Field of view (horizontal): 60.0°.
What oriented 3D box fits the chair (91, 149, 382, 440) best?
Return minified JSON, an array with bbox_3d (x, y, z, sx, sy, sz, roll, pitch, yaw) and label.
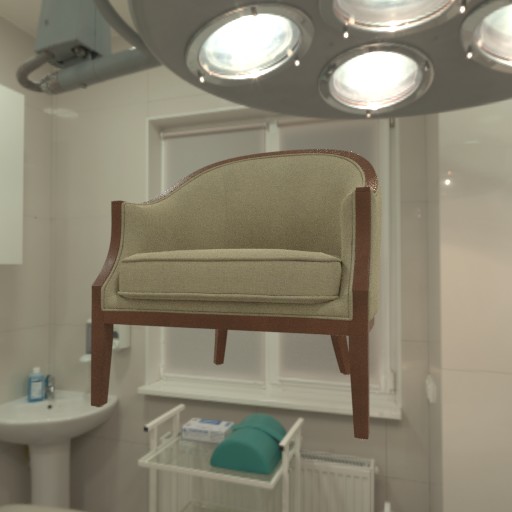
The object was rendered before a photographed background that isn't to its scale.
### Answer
[{"bbox_3d":[0.000,0.000,1.470,0.803,0.876,0.735,0,-1,19],"label":"chair"}]
